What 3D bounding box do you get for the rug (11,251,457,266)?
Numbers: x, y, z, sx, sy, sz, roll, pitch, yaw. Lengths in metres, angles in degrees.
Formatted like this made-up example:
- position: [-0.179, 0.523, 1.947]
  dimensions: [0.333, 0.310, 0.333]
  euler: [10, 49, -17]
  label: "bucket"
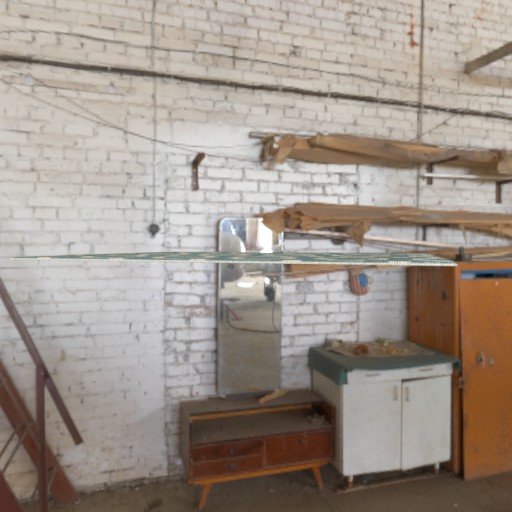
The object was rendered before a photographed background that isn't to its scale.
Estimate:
- position: [0.000, 0.000, 4.008]
  dimensions: [3.049, 0.021, 2.466]
  euler: [1, 2, 18]
  label: "rug"
